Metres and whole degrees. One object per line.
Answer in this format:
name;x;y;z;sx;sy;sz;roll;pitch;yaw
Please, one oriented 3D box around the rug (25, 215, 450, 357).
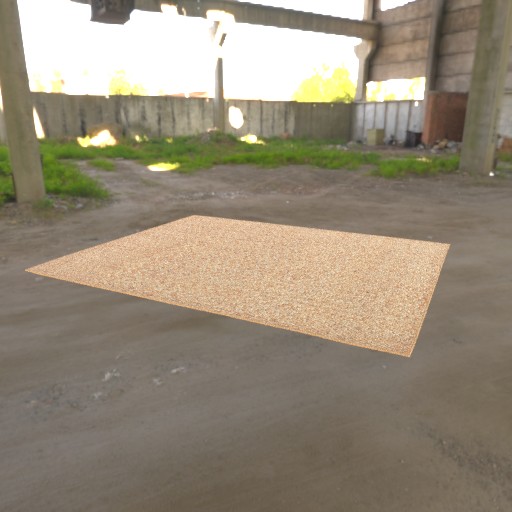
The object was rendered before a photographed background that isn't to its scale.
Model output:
rug;0.000;0.000;3.987;3.048;0.013;2.439;9;19;26
